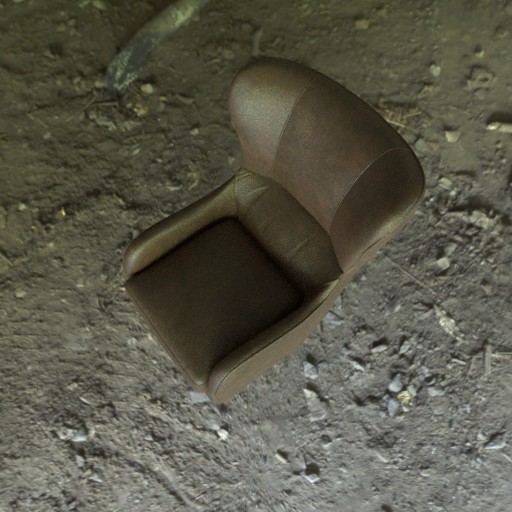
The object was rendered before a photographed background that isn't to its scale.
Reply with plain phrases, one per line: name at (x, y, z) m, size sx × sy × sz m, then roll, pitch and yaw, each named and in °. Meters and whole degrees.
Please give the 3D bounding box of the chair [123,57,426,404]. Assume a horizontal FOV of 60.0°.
chair at (0.000, 0.000, 1.640) m, size 0.914 × 1.048 × 0.692 m, roll -35°, pitch 69°, yaw -16°
